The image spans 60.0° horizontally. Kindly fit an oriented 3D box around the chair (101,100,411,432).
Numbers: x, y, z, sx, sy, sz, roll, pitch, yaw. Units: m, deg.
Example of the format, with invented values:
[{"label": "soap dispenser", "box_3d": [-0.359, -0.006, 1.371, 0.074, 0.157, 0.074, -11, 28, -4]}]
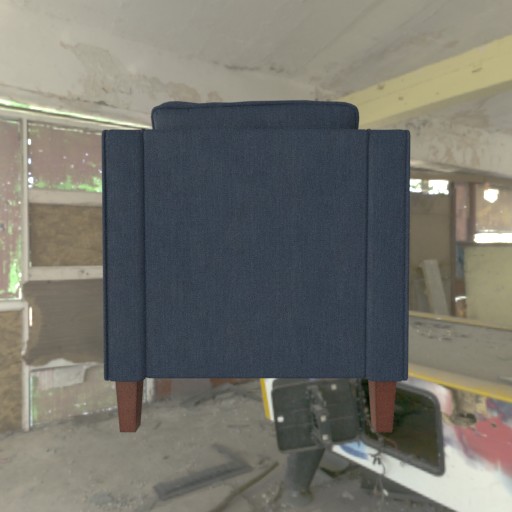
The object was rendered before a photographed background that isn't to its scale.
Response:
[{"label": "chair", "box_3d": [0.000, 0.000, 1.633, 0.831, 0.960, 0.909, 0, 1, 0]}]
